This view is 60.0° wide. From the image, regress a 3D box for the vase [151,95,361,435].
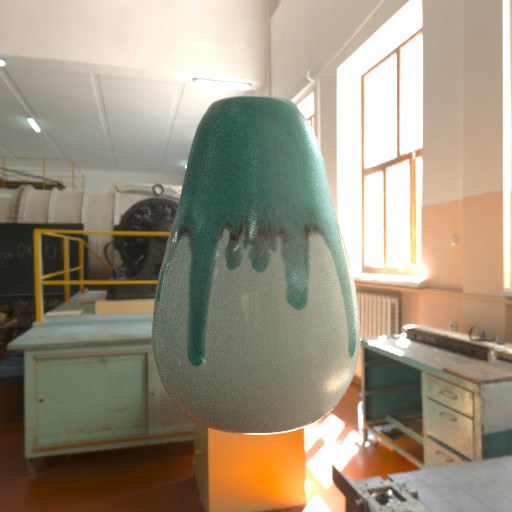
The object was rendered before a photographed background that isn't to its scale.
[{"bbox_3d":[0.000,0.000,0.253,0.116,0.179,0.116,0,0,0],"label":"vase"}]
